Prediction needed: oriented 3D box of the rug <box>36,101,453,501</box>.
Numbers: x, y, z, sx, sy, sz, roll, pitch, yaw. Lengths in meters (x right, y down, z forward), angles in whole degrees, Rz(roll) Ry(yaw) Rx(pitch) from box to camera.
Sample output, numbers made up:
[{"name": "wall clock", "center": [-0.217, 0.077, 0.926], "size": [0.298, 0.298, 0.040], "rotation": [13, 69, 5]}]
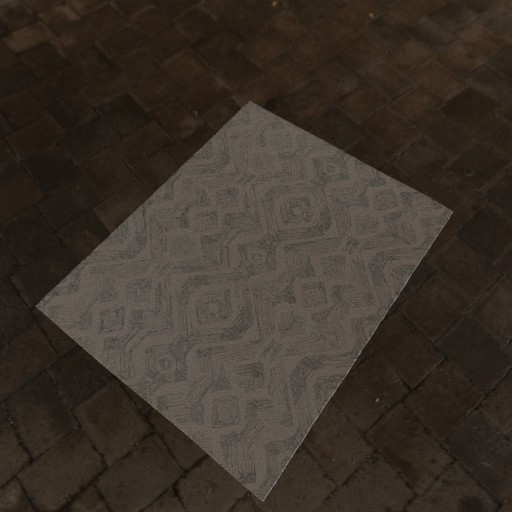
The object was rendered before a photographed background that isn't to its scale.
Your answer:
[{"name": "rug", "center": [0.000, 0.000, 4.010], "size": [2.430, 0.030, 3.054], "rotation": [34, 68, 16]}]
